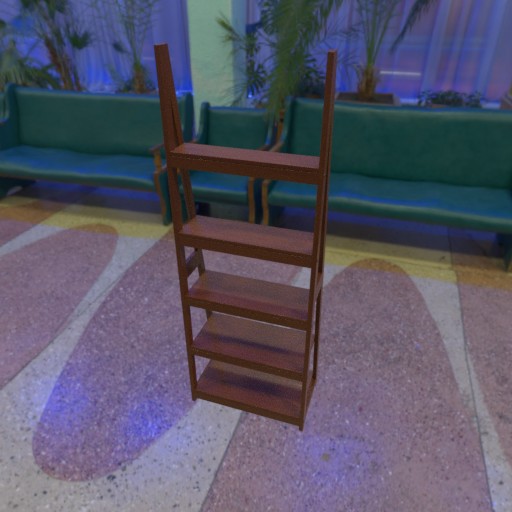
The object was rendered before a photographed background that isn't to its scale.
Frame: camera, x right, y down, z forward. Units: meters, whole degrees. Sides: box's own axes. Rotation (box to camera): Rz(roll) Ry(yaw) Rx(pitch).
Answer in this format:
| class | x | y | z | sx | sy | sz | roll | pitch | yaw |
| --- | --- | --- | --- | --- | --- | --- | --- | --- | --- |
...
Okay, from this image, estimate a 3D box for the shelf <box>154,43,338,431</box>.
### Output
| class | x | y | z | sx | sy | sz | roll | pitch | yaw |
| --- | --- | --- | --- | --- | --- | --- | --- | --- | --- |
| shelf | 0.000 | 0.000 | 2.043 | 0.630 | 1.780 | 0.356 | 10 | 33 | 16 |
